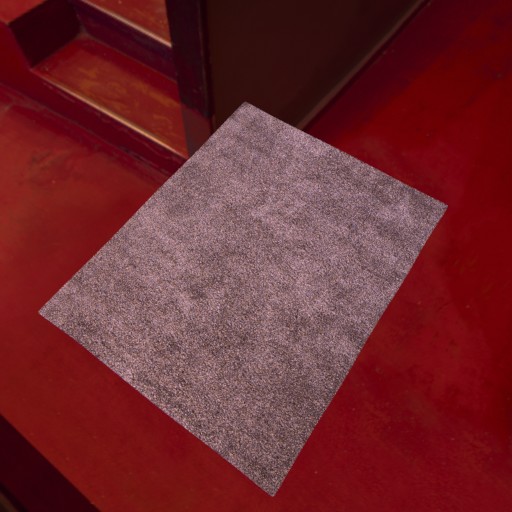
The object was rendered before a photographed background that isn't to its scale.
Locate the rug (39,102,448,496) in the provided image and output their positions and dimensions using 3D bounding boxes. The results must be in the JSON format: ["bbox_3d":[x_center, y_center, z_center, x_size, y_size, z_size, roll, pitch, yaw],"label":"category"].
[{"bbox_3d":[0.000,0.000,4.003,2.401,0.025,3.000,32,67,15],"label":"rug"}]
